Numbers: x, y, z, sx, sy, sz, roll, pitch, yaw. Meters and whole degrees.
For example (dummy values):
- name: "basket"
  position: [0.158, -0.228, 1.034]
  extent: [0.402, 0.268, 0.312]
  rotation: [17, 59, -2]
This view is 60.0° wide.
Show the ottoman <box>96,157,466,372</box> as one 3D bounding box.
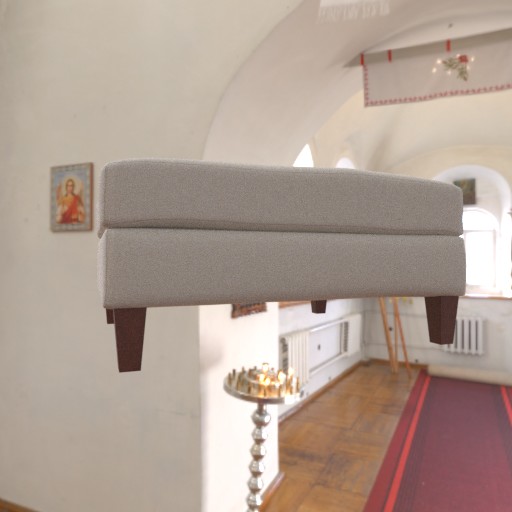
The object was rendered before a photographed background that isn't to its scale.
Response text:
- name: "ottoman"
  position: [0.000, 0.000, 1.442]
  extent: [0.976, 0.492, 0.836]
  rotation: [0, 0, -20]
